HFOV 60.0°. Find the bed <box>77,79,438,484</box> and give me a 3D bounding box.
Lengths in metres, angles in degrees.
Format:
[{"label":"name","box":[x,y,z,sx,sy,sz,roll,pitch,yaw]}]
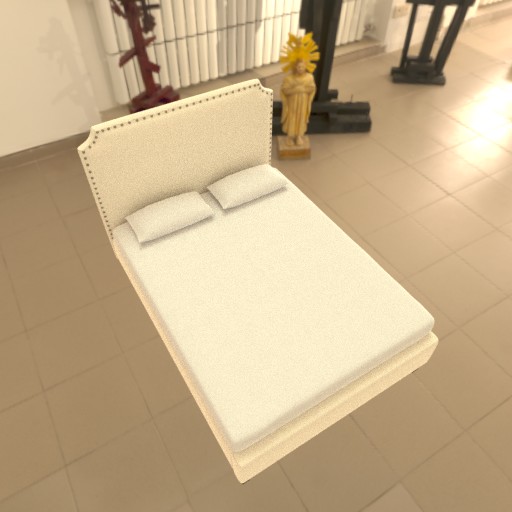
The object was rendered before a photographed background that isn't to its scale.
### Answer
[{"label":"bed","box":[0.000,0.000,3.379,1.712,1.497,2.372,-25,52,-21]}]
